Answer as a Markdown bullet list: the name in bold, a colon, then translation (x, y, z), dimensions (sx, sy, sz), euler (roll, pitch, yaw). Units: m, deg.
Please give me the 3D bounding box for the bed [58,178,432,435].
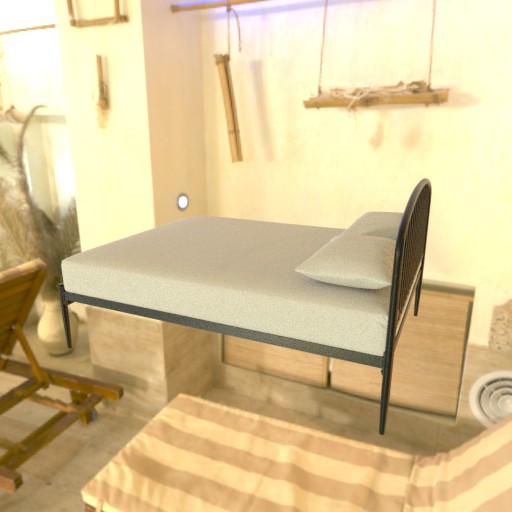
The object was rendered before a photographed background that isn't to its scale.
- **bed**: translation (0.000, 0.000, 3.164), dimensions (2.159, 1.166, 1.618), euler (8, 18, 24)
